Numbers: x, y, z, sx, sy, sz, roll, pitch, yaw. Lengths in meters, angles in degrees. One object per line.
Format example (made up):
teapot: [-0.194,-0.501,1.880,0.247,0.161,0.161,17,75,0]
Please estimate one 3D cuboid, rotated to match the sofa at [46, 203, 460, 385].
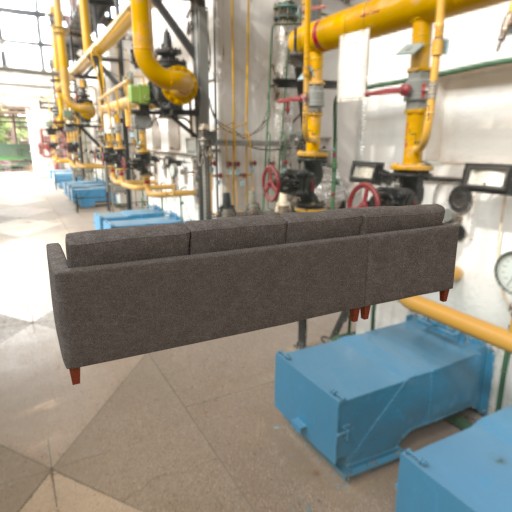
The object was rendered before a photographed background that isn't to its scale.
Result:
sofa: [0.000,0.000,4.072,3.471,0.954,1.606,-7,16,-26]
